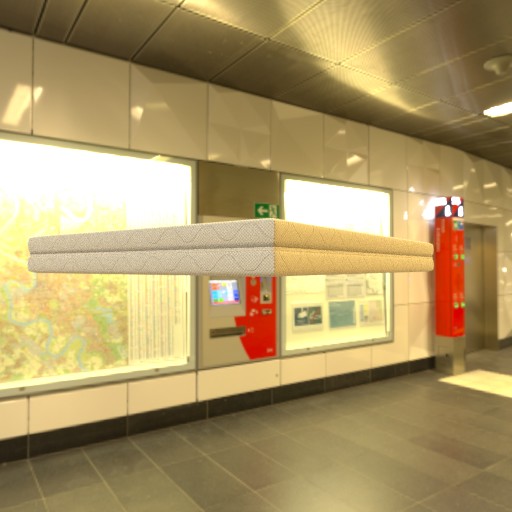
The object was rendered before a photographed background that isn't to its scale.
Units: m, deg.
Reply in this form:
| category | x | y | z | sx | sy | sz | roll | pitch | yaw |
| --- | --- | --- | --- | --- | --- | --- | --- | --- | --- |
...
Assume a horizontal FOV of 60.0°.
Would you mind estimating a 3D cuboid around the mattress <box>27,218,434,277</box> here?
| category | x | y | z | sx | sy | sz | roll | pitch | yaw |
| --- | --- | --- | --- | --- | --- | --- | --- | --- | --- |
| mattress | 0.000 | 0.000 | 2.728 | 1.600 | 0.200 | 2.000 | -1 | -2 | 36 |
